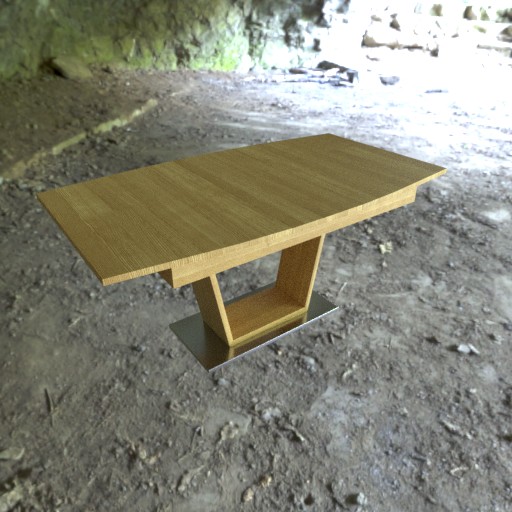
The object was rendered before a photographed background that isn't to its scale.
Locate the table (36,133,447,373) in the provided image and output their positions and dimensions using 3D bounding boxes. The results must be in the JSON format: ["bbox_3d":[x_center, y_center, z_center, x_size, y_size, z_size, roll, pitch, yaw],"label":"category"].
[{"bbox_3d":[0.000,0.000,2.078,1.598,0.748,0.900,-20,35,-30],"label":"table"}]
